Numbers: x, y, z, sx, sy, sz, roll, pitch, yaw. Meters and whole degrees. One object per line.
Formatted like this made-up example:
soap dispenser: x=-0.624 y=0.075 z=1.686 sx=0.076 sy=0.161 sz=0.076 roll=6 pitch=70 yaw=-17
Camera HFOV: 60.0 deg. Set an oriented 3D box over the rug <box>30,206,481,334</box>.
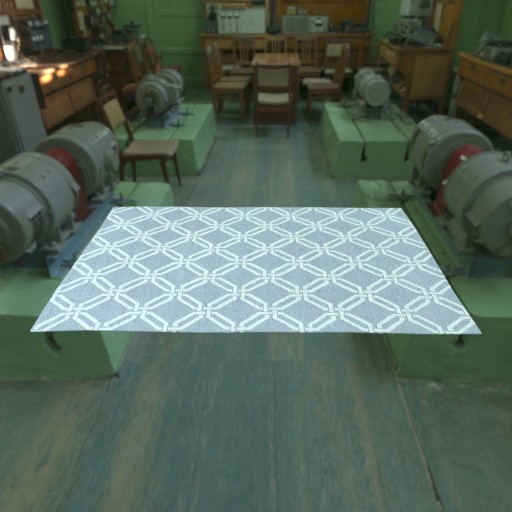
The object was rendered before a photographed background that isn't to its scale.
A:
rug: x=0.000 y=0.000 z=2.193 sx=1.754 sy=0.010 sz=1.148 roll=0 pitch=31 yaw=0
